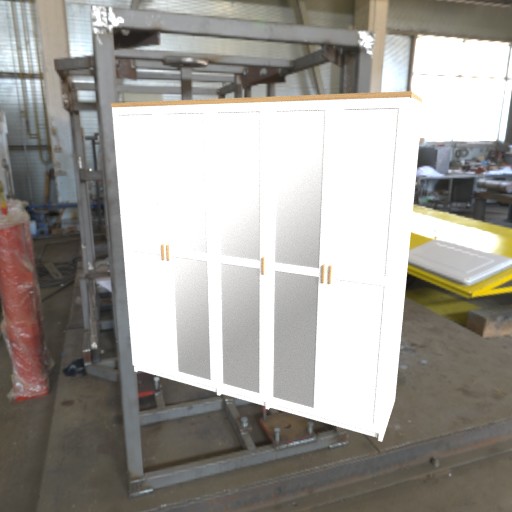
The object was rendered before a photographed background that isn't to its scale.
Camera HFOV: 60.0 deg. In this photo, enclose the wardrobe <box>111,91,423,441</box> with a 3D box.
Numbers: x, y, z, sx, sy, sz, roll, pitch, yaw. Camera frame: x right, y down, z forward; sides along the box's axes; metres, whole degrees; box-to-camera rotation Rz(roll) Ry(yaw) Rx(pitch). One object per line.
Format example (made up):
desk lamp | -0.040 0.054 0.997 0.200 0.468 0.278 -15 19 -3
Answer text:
wardrobe | 0.000 0.000 3.413 2.160 2.260 0.590 7 17 25
